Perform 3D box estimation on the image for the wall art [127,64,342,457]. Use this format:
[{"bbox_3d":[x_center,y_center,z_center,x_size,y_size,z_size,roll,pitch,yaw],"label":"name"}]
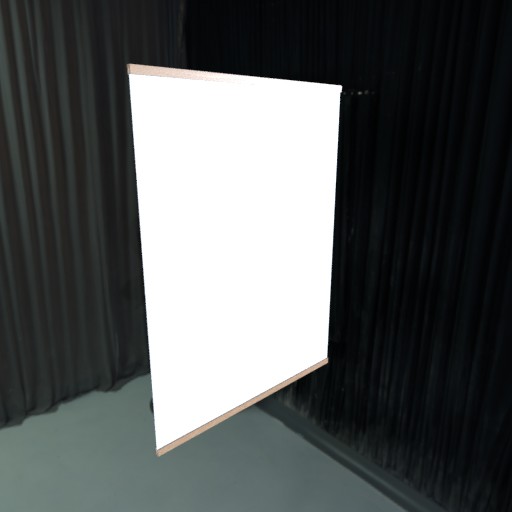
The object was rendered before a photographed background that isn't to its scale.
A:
[{"bbox_3d":[0.000,0.000,1.352,0.758,1.016,0.013,-15,22,-41],"label":"wall art"}]
